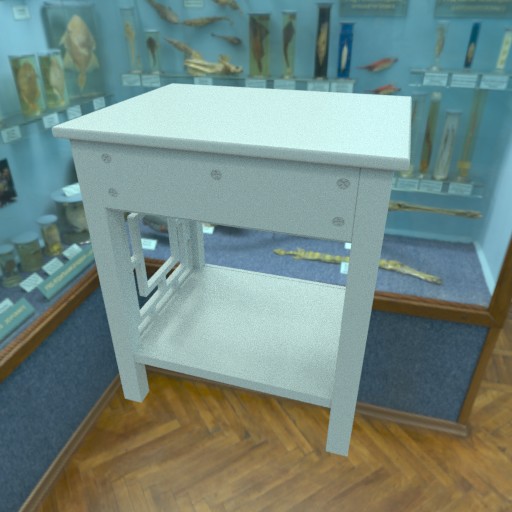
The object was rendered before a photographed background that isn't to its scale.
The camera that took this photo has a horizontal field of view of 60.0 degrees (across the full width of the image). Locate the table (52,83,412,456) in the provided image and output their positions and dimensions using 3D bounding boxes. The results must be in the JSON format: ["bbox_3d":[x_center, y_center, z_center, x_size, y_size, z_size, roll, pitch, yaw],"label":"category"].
[{"bbox_3d":[0.000,0.000,1.003,0.564,0.646,0.451,9,32,15],"label":"table"}]
